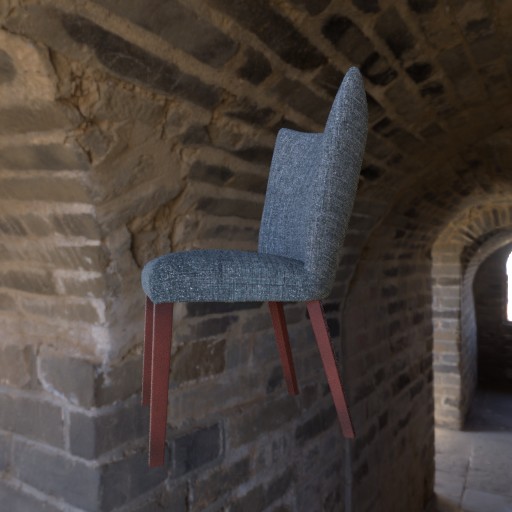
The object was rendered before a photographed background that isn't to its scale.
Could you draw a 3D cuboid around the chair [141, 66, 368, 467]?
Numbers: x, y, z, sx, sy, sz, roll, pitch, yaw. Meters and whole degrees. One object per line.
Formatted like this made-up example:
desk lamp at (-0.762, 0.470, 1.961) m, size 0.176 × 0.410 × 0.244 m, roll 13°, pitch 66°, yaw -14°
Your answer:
chair at (0.000, 0.000, 1.274) m, size 0.623 × 0.924 × 0.535 m, roll 0°, pitch -2°, yaw -16°
